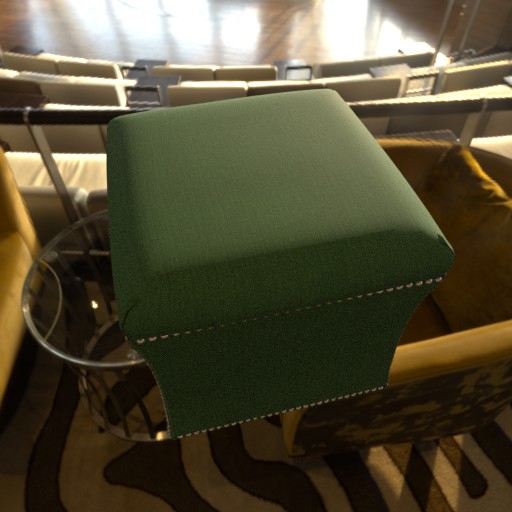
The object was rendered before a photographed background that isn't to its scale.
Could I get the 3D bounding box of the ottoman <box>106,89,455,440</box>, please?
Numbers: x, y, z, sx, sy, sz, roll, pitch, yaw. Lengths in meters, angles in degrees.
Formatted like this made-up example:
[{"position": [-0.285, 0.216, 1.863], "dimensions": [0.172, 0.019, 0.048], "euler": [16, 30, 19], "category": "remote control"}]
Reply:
[{"position": [0.000, 0.000, 0.897], "dimensions": [0.497, 0.475, 0.507], "euler": [-10, 49, -9], "category": "ottoman"}]
